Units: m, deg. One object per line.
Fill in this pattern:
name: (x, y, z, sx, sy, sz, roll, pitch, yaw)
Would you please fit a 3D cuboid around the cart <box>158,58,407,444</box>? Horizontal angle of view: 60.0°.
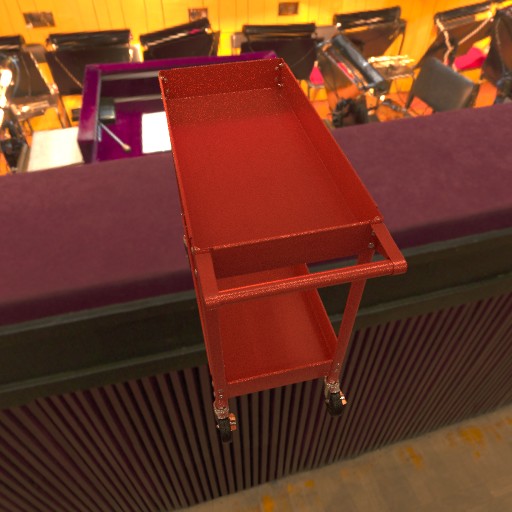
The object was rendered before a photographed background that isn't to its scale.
cart: (0.000, 0.000, 1.201, 0.366, 0.719, 0.779, -10, 48, -9)
